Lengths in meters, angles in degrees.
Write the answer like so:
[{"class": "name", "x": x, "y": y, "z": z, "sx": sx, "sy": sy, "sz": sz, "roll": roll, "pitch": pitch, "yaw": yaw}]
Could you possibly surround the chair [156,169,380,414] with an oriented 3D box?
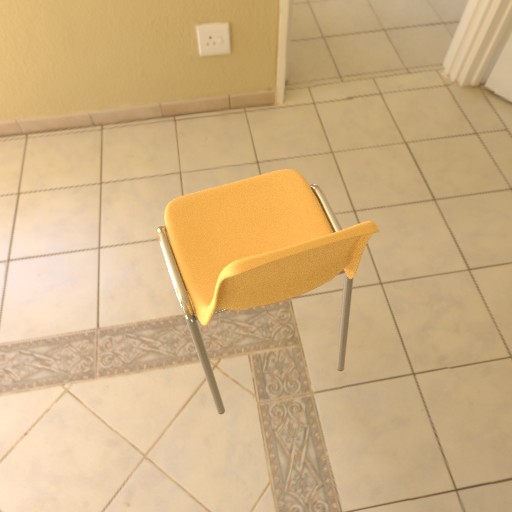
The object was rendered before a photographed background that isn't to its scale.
[{"class": "chair", "x": 0.000, "y": 0.000, "z": 0.970, "sx": 0.381, "sy": 0.704, "sz": 0.436, "roll": -17, "pitch": 60, "yaw": -10}]
